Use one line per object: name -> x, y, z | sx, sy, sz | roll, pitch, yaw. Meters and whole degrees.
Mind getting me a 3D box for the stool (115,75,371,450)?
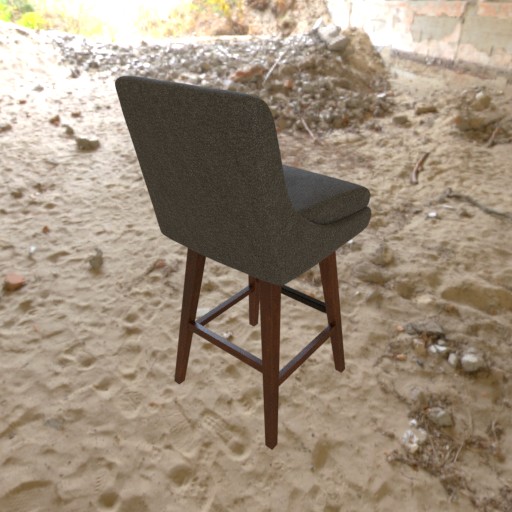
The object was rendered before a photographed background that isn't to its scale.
stool -> 0.000, 0.000, 1.371 | 0.489, 1.068, 0.572 | 22, 37, 33
